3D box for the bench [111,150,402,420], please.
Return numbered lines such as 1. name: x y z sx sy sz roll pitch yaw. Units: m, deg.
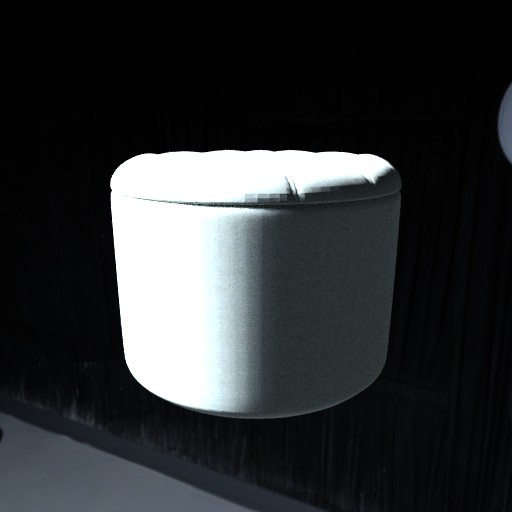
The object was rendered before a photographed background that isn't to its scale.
1. bench: 0.000 0.000 0.998 0.600 0.453 0.600 0 15 0
